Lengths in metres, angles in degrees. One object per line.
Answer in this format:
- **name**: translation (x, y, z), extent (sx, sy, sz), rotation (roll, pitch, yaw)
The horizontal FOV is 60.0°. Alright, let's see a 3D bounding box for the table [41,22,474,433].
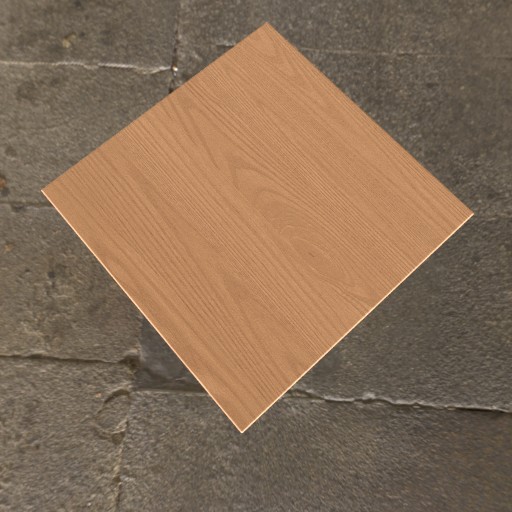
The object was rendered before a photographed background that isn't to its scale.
- **table**: translation (0.000, 0.000, 0.843), extent (0.400, 0.550, 0.400), rotation (-41, 79, -10)
